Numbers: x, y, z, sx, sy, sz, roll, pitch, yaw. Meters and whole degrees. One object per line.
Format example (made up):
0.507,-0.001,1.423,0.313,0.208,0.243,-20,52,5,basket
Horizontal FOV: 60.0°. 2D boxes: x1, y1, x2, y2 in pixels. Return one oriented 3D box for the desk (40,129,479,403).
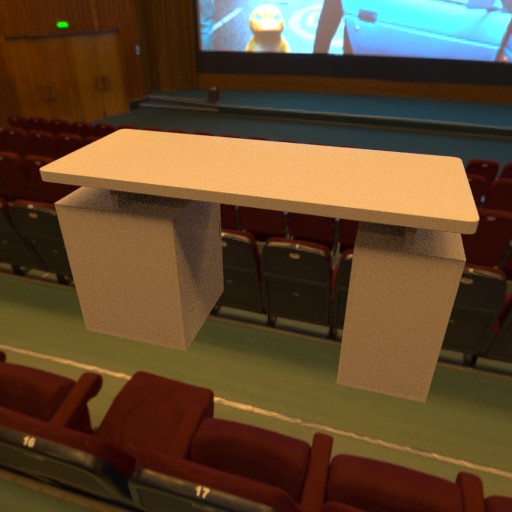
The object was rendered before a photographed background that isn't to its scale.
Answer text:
0.000,0.000,1.761,1.400,0.762,0.550,9,32,14,desk
